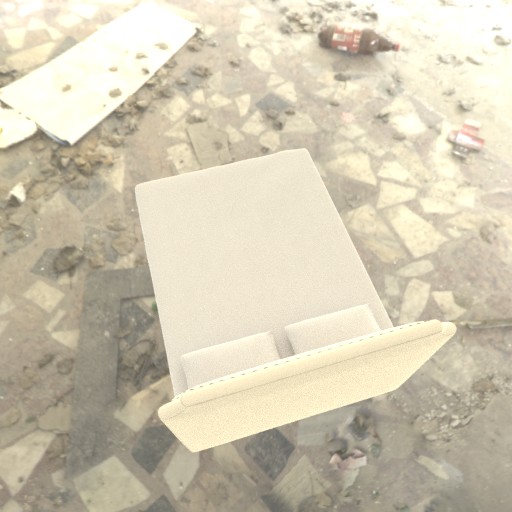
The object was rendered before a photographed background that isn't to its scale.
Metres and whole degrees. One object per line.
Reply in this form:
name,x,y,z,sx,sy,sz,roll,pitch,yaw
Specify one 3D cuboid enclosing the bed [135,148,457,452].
bed,0.000,0.000,3.475,1.712,1.497,2.372,-14,60,-8
